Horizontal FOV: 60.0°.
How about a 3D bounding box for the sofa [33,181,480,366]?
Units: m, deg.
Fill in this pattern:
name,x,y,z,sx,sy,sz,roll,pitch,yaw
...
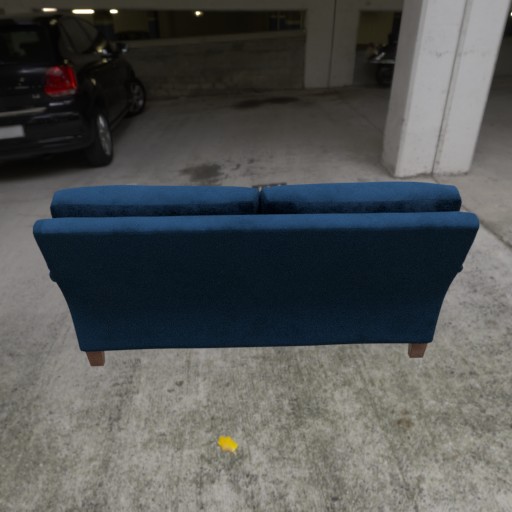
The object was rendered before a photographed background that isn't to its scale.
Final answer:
name,x,y,z,sx,sy,sz,roll,pitch,yaw
sofa,0.000,0.000,2.692,2.141,1.101,1.084,-1,29,-2
